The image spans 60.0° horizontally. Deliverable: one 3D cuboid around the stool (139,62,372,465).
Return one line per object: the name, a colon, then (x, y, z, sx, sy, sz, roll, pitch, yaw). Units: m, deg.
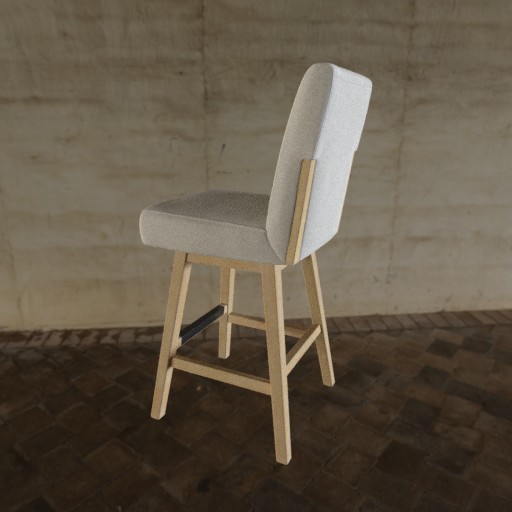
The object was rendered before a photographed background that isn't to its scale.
stool: (0.000, 0.000, 1.327, 0.543, 1.015, 0.446, 8, 19, 25)
